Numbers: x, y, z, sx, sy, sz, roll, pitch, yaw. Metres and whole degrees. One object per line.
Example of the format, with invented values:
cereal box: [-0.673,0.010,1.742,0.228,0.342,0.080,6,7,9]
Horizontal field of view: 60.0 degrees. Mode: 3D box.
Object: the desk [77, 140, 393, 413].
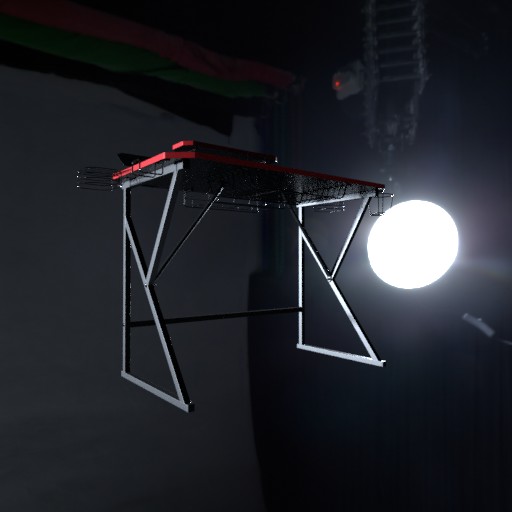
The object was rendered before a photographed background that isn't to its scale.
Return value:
desk: [0.000,0.000,1.777,1.280,0.913,0.588,1,-1,-38]
